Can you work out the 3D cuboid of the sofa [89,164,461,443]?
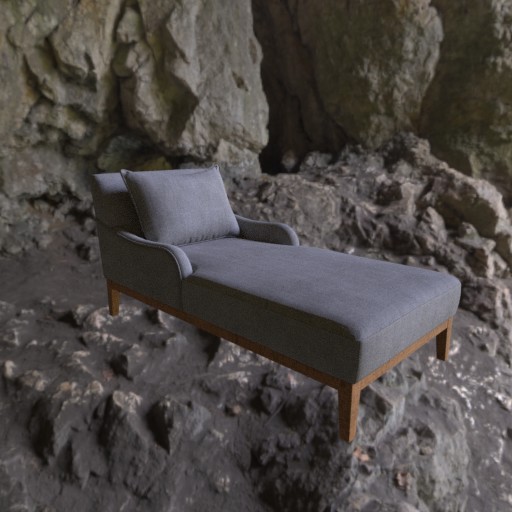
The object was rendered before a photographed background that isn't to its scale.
[{"bbox_3d":[0.000,0.000,2.291,1.779,0.859,0.894,14,20,43],"label":"sofa"}]
